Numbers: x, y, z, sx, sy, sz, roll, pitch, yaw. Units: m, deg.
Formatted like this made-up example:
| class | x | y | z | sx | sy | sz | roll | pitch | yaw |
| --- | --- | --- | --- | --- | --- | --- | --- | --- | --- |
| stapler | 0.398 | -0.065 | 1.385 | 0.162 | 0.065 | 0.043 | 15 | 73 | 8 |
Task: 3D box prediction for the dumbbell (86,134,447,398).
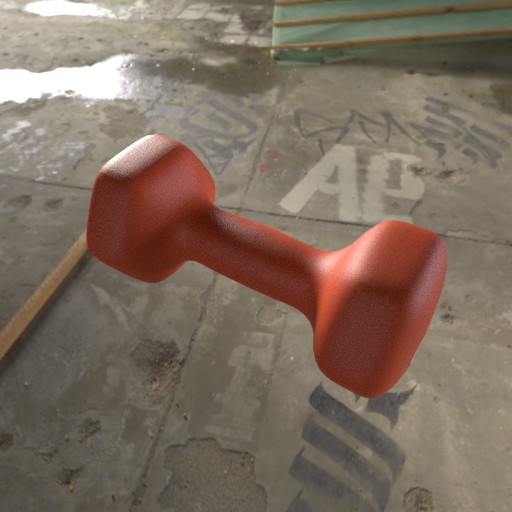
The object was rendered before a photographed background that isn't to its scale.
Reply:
| class | x | y | z | sx | sy | sz | roll | pitch | yaw |
| --- | --- | --- | --- | --- | --- | --- | --- | --- | --- |
| dumbbell | 0.000 | 0.000 | 0.209 | 0.162 | 0.071 | 0.079 | 24 | 51 | 22 |
